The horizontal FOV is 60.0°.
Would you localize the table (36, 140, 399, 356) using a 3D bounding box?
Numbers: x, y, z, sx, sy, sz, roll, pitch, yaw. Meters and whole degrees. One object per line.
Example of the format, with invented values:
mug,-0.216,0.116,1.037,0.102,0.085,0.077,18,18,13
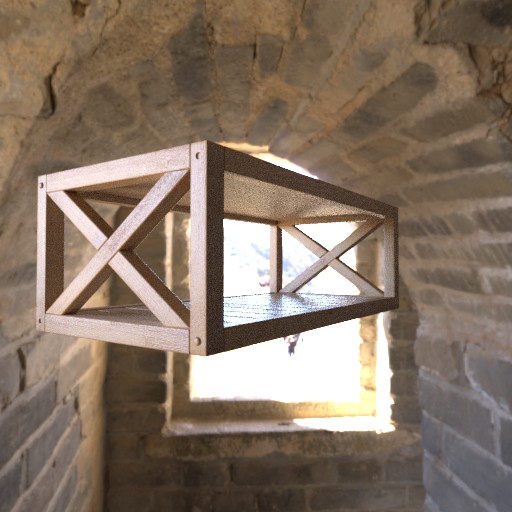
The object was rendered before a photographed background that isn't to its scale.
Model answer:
table,0.000,0.000,1.651,0.660,0.457,1.321,-1,-2,35
